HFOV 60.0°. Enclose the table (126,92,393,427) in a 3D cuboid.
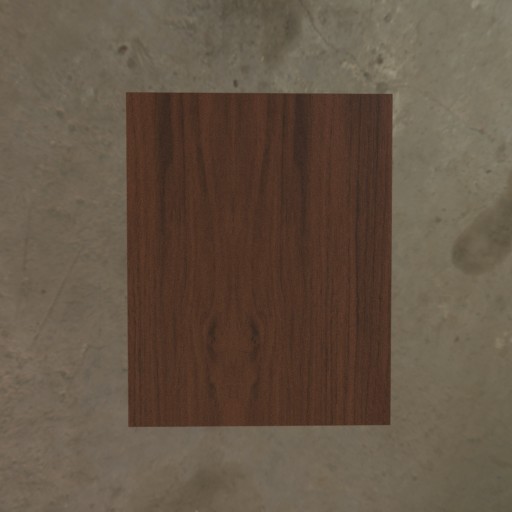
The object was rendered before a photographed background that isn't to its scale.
[{"bbox_3d":[0.000,0.000,0.955,0.381,0.636,0.480,0,91,-1],"label":"table"}]
